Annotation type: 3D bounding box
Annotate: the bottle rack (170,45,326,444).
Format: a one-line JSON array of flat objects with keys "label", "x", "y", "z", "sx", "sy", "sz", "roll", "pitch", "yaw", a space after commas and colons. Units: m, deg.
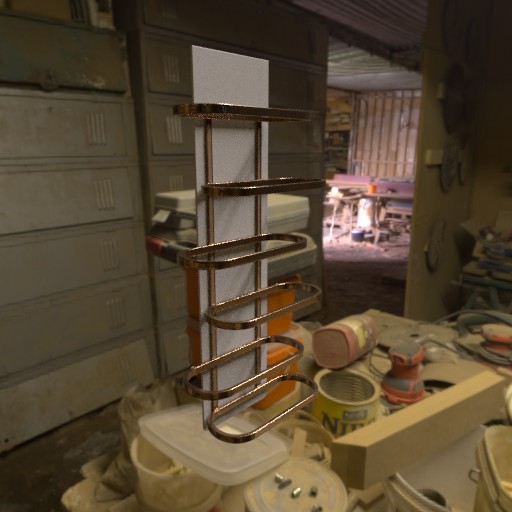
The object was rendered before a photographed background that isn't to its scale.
[{"label": "bottle rack", "x": 0.000, "y": 0.000, "z": 0.822, "sx": 0.118, "sy": 0.709, "sz": 0.332, "roll": 13, "pitch": 19, "yaw": 42}]
